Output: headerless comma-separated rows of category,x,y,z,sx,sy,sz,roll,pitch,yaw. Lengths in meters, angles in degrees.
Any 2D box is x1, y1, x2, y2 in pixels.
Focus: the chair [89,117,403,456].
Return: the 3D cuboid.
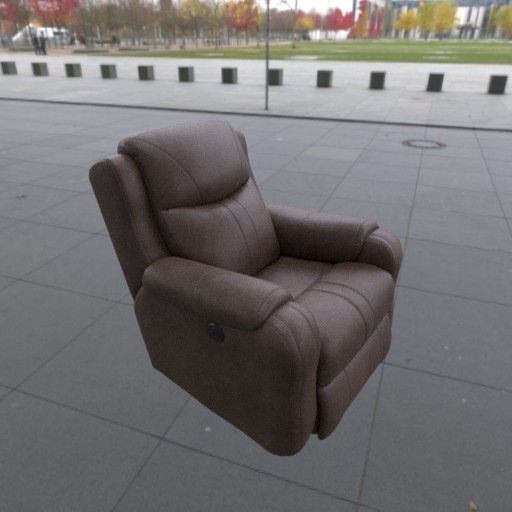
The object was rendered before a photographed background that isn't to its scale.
chair,0.000,0.000,1.841,1.067,0.990,0.940,18,32,32
